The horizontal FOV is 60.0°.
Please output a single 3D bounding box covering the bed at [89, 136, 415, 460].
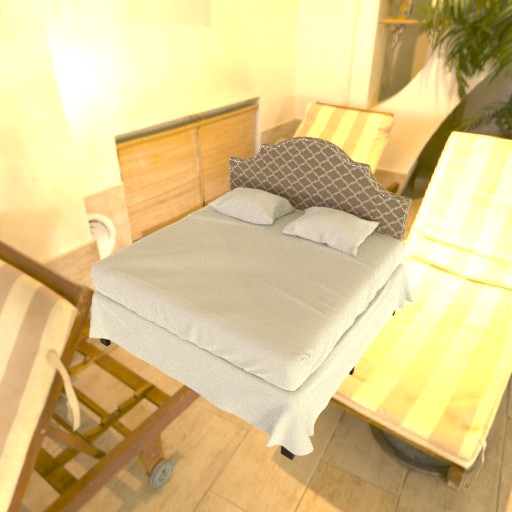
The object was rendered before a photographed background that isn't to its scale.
[{"bbox_3d":[0.000,0.000,3.827,2.314,1.601,2.222,20,36,30],"label":"bed"}]
